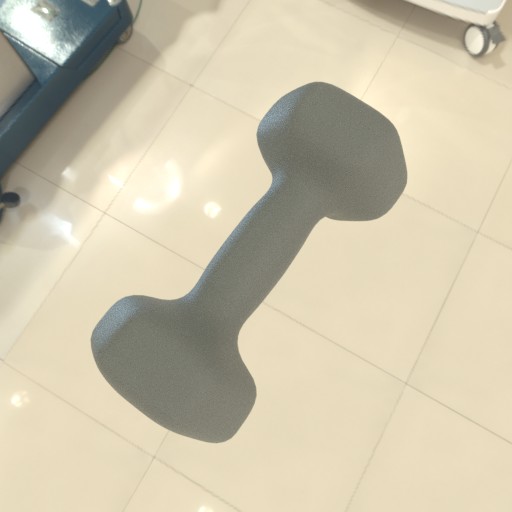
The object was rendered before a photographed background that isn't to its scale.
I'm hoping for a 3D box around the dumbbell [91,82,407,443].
[{"bbox_3d":[0.000,0.000,0.234,0.090,0.081,0.184,36,79,8],"label":"dumbbell"}]
